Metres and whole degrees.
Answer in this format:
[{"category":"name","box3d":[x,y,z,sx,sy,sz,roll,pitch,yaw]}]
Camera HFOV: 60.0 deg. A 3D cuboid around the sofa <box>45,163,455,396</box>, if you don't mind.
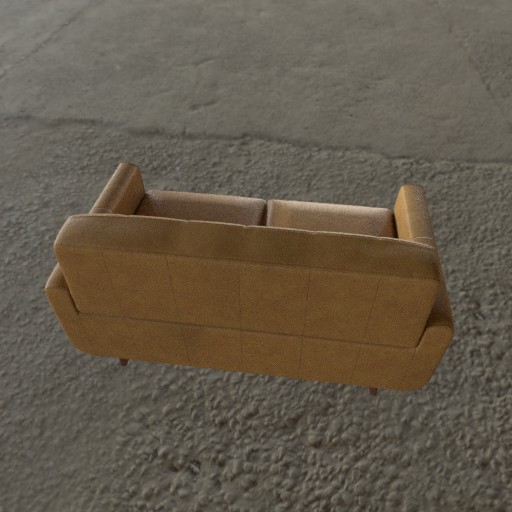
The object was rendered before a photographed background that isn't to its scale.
[{"category":"sofa","box3d":[0.000,0.000,2.184,1.651,0.925,0.952,5,46,5]}]
